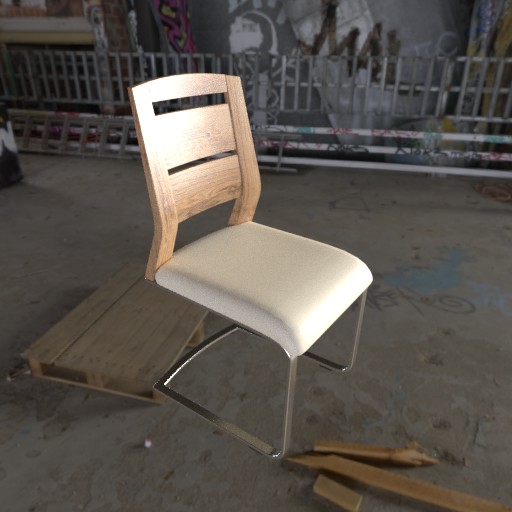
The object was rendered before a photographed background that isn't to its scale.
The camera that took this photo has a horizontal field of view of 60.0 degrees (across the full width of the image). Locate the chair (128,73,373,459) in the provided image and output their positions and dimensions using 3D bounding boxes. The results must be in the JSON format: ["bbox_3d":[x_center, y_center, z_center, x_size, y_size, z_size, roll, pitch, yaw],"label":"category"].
[{"bbox_3d":[0.000,0.000,1.277,0.561,0.955,0.457,17,31,31],"label":"chair"}]
